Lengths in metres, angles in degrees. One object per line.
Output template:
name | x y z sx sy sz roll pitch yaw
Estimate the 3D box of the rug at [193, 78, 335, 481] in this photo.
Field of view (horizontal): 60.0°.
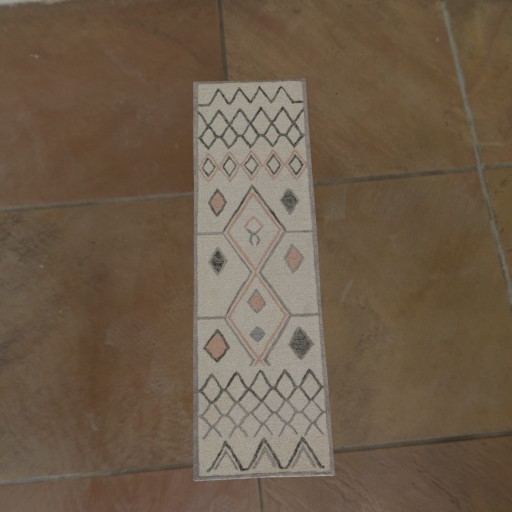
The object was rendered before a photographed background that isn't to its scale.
rug | 0.000 0.000 2.656 0.750 0.011 2.435 -2 75 -1
